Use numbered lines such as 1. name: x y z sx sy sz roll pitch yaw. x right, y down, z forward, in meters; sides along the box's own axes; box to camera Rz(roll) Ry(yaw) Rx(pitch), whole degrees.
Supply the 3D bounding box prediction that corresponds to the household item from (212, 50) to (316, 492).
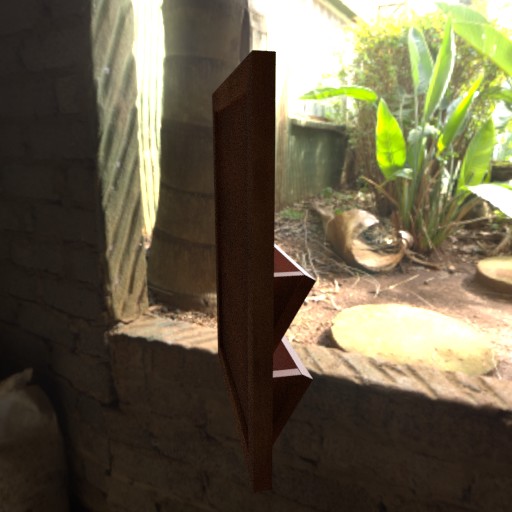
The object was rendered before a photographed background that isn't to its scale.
1. household item: 0.000 0.000 0.545 0.067 0.407 0.310 -3 14 -11
